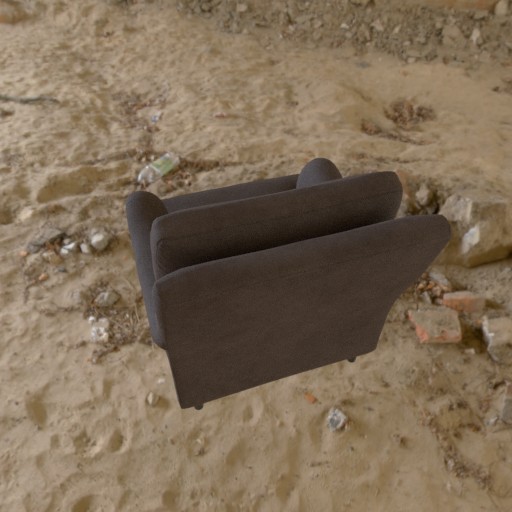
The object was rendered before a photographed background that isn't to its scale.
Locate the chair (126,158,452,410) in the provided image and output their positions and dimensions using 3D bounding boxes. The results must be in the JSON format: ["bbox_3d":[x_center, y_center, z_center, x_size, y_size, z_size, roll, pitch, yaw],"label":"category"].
[{"bbox_3d":[0.000,0.000,1.848,0.955,0.997,1.070,-13,45,-14],"label":"chair"}]
